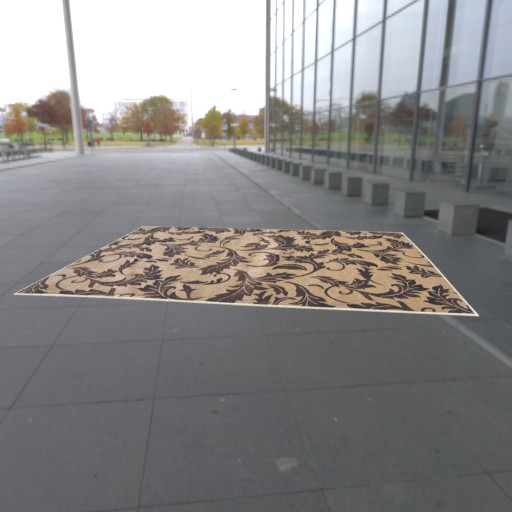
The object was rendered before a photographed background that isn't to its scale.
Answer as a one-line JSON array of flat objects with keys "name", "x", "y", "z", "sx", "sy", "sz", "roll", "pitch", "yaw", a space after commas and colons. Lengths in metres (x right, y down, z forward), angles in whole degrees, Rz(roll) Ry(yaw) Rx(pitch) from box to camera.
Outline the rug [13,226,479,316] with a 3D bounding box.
[{"name": "rug", "x": 0.000, "y": 0.000, "z": 3.915, "sx": 2.977, "sy": 0.008, "sz": 2.380, "roll": 2, "pitch": 15, "yaw": 7}]
